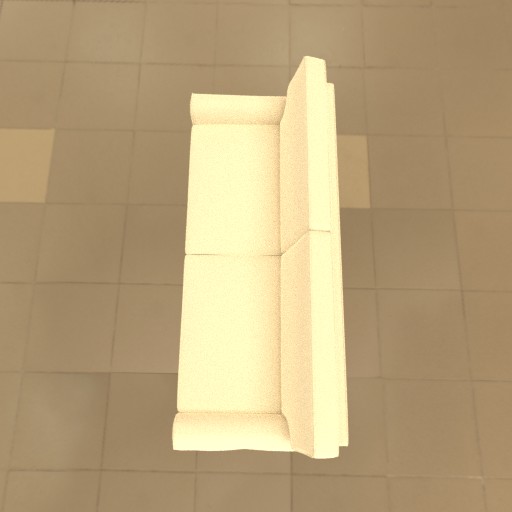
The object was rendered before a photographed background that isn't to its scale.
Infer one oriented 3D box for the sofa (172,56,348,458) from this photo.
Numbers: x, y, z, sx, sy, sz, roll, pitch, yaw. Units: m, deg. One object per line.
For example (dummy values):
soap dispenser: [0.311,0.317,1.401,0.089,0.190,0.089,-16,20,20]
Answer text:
sofa: [0.000,0.000,2.481,0.862,0.937,2.021,1,75,0]
